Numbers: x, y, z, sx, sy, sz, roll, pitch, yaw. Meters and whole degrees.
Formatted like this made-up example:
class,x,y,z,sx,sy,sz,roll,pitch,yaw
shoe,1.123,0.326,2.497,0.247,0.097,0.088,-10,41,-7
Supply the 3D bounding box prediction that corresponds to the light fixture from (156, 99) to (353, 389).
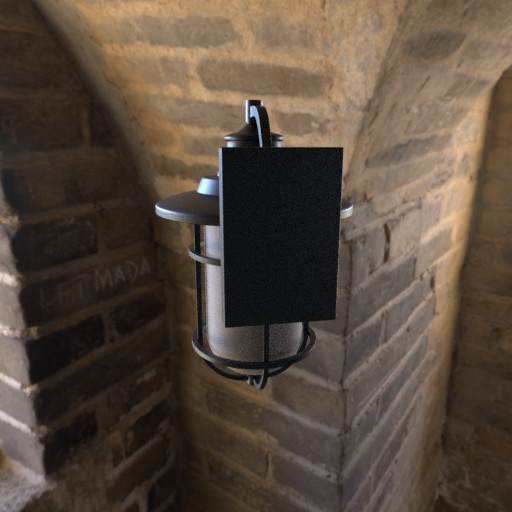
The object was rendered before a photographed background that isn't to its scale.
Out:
class,x,y,z,sx,sy,sz,roll,pitch,yaw
light fixture,0.000,0.000,0.515,0.222,0.345,0.252,-3,14,-10
